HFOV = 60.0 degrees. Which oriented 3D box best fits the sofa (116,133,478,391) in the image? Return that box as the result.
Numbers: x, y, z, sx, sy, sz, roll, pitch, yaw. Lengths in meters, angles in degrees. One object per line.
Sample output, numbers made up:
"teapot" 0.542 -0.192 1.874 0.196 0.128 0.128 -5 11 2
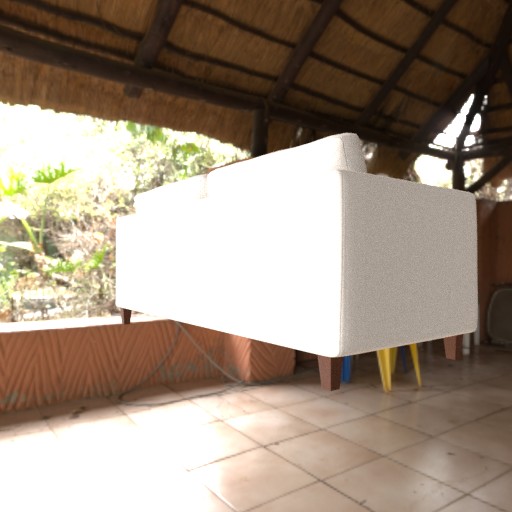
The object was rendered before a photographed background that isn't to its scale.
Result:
"sofa" 0.000 0.000 2.536 0.924 0.933 2.139 0 -1 -37
